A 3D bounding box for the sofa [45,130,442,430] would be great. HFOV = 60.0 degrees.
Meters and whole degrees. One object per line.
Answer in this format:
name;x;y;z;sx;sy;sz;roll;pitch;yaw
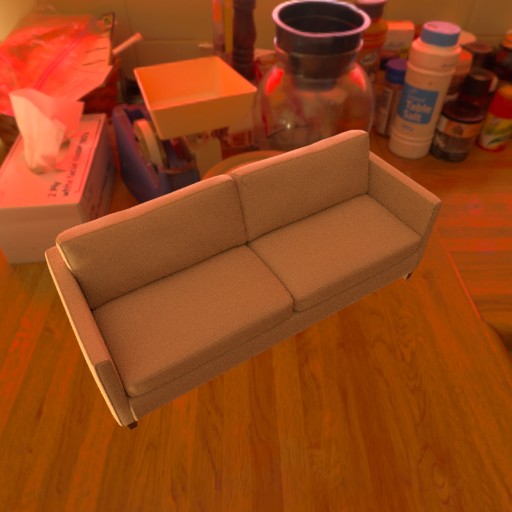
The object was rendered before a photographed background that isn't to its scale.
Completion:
sofa;0.000;0.000;2.925;2.361;0.968;0.951;-24;50;-22
